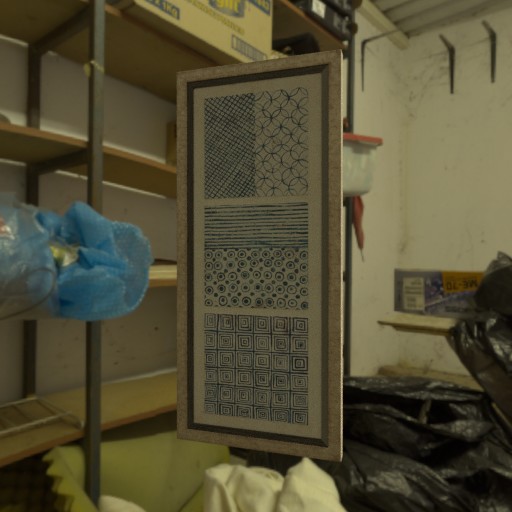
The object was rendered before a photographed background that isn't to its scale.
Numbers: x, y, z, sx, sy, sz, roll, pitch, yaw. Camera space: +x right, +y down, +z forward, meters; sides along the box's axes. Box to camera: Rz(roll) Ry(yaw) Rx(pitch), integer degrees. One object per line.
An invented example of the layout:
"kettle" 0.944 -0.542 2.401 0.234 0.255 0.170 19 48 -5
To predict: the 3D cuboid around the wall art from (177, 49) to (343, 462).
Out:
"wall art" 0.000 0.000 1.691 0.648 1.461 0.051 0 0 18
